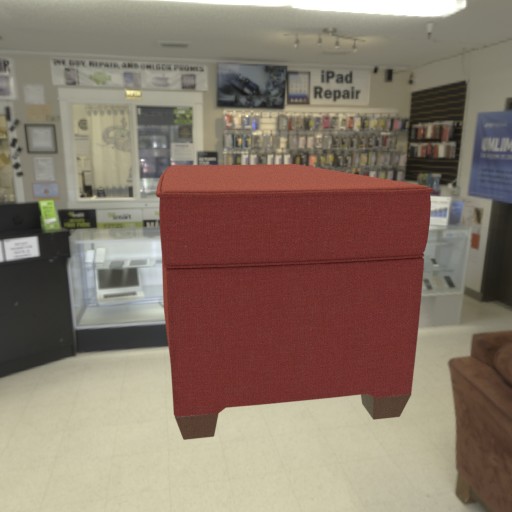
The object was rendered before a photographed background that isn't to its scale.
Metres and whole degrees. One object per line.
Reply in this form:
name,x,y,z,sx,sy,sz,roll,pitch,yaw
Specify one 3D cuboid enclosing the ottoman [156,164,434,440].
ottoman,0.000,0.000,1.214,0.497,0.454,0.948,-2,14,-9
